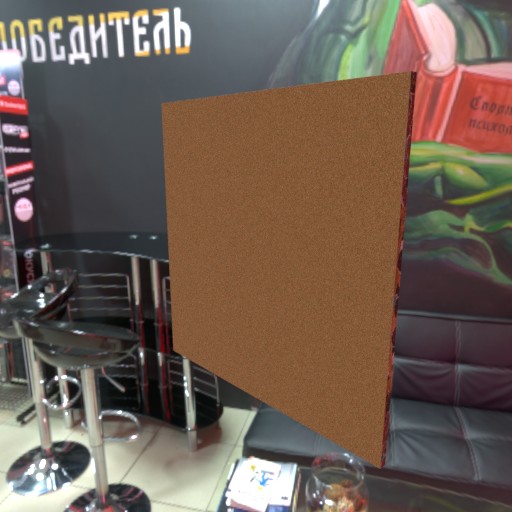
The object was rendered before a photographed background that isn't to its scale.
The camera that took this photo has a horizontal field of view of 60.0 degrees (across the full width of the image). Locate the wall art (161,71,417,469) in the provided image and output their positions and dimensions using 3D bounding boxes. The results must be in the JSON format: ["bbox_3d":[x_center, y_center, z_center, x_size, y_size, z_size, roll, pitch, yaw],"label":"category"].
[{"bbox_3d":[0.000,0.000,0.581,0.010,0.406,0.404,-13,19,-42],"label":"wall art"}]
